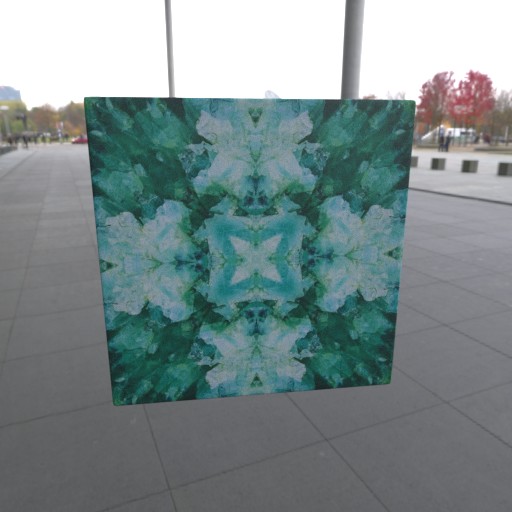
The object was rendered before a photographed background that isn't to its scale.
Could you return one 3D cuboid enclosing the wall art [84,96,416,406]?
[{"bbox_3d":[0.000,0.000,0.469,0.313,0.313,0.033,-2,15,-8],"label":"wall art"}]
